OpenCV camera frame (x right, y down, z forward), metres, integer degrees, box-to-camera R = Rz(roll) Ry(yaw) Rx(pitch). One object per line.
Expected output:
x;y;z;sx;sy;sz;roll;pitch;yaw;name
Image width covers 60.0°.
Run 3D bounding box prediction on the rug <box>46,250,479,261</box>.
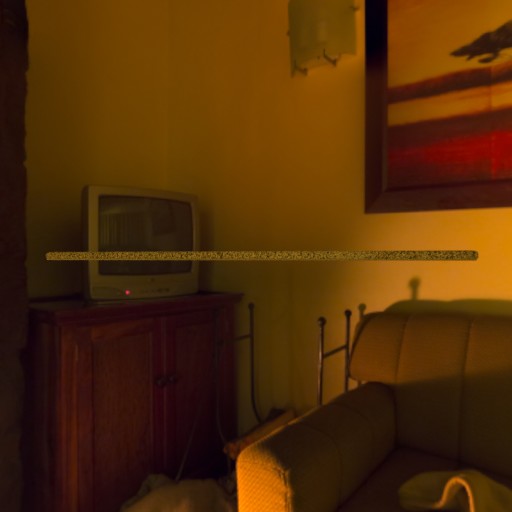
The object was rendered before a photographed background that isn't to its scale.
0.000;0.000;1.781;1.524;0.030;0.609;0;0;17;rug
